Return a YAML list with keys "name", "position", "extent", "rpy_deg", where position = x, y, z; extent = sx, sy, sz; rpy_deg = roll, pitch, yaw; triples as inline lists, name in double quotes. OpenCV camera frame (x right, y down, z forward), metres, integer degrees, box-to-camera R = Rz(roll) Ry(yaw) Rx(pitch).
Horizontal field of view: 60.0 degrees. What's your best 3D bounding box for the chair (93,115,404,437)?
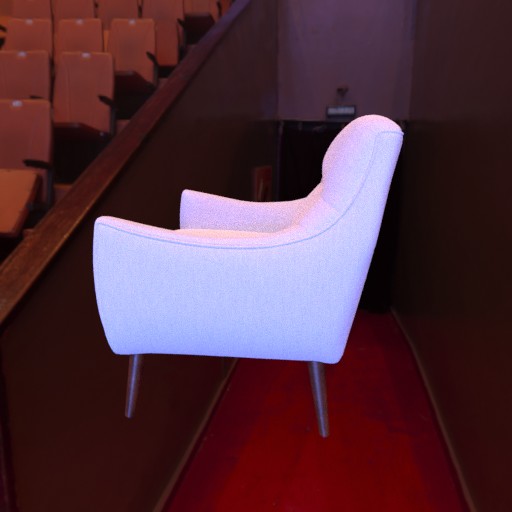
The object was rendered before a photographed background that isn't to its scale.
- name: "chair"
  position: [0.000, 0.000, 1.418]
  extent: [0.787, 0.838, 0.762]
  rpy_deg: [2, 14, 9]
